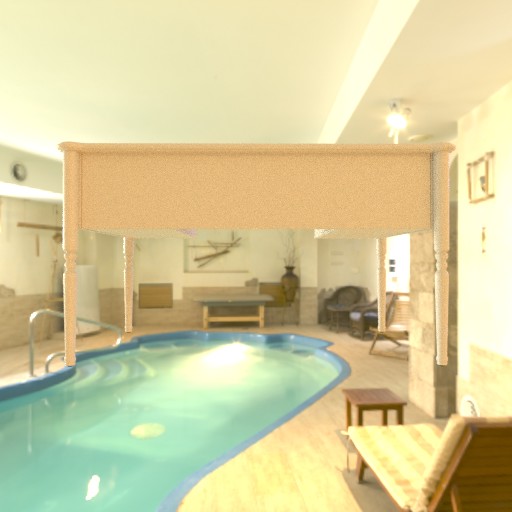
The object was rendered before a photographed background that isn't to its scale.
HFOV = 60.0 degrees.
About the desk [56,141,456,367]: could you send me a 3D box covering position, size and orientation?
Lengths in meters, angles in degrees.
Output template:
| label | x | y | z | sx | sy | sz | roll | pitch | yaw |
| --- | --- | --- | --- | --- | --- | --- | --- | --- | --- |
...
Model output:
| label | x | y | z | sx | sy | sz | roll | pitch | yaw |
| --- | --- | --- | --- | --- | --- | --- | --- | --- | --- |
| desk | 0.000 | 0.000 | 1.882 | 1.380 | 0.762 | 0.807 | 0 | -1 | 0 |
